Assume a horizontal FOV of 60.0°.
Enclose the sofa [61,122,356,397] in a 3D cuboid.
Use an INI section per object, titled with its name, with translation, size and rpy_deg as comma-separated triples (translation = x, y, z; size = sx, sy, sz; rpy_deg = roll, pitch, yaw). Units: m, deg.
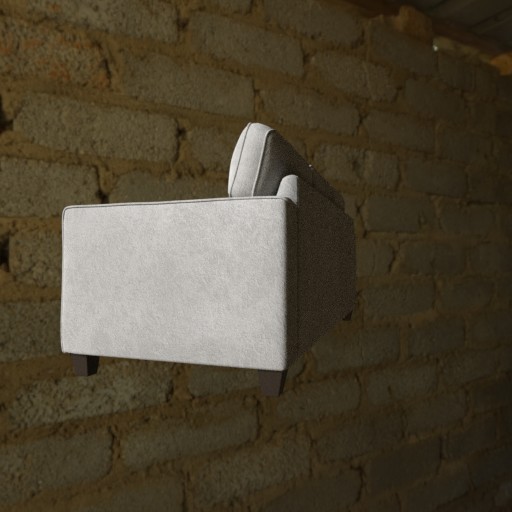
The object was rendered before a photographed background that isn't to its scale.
[sofa]
translation = 0.000, 0.000, 2.580
size = 0.939, 0.965, 2.133
rpy_deg = 0, -1, 19
